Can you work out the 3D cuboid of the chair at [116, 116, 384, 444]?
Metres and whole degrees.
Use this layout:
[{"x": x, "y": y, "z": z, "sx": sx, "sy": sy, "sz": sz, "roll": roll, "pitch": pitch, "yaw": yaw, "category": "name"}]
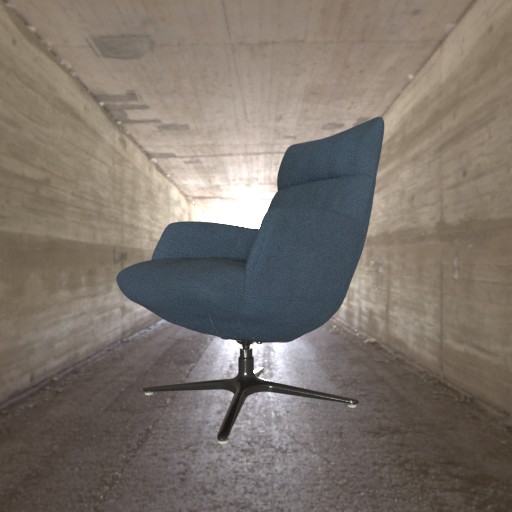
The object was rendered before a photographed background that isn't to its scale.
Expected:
[{"x": 0.000, "y": 0.000, "z": 1.594, "sx": 0.889, "sy": 1.016, "sz": 0.711, "roll": 0, "pitch": 0, "yaw": -35, "category": "chair"}]
